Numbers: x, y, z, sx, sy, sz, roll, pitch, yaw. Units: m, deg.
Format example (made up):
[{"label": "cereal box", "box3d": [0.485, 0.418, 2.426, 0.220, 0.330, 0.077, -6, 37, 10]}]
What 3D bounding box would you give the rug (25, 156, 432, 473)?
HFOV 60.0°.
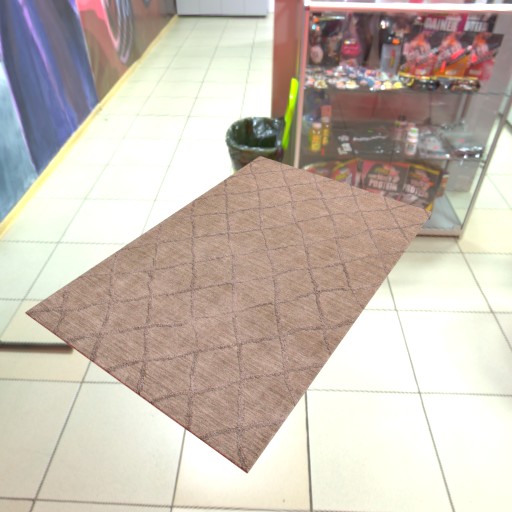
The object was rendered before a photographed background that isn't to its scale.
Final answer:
[{"label": "rug", "box3d": [0.000, 0.000, 2.834, 1.521, 0.015, 2.280, 24, 45, 26]}]
